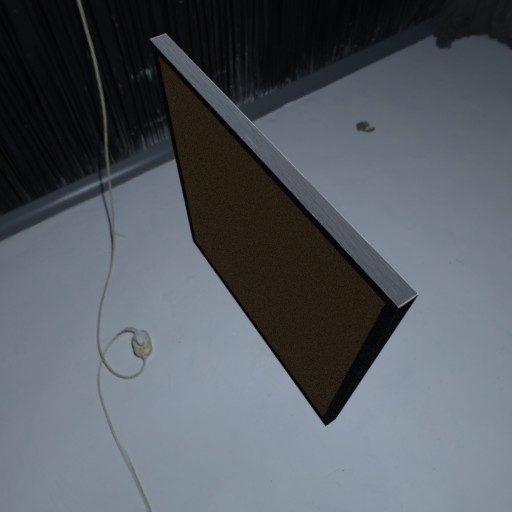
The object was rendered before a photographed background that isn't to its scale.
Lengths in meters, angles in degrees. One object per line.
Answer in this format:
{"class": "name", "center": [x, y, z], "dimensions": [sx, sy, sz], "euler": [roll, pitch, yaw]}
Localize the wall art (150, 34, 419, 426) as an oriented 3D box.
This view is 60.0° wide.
{"class": "wall art", "center": [0.000, 0.000, 1.102], "dimensions": [0.037, 0.761, 0.761], "euler": [-29, 62, -17]}
